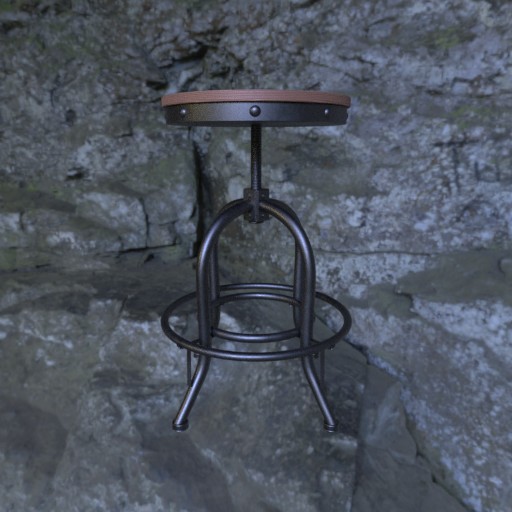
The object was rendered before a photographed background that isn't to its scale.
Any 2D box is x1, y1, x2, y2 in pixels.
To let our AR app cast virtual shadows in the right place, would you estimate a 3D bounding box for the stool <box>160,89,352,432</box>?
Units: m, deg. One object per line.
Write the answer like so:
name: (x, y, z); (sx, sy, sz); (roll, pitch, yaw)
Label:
stool: (0.000, 0.000, 0.911); (0.439, 0.609, 0.439); (-14, 20, -43)
